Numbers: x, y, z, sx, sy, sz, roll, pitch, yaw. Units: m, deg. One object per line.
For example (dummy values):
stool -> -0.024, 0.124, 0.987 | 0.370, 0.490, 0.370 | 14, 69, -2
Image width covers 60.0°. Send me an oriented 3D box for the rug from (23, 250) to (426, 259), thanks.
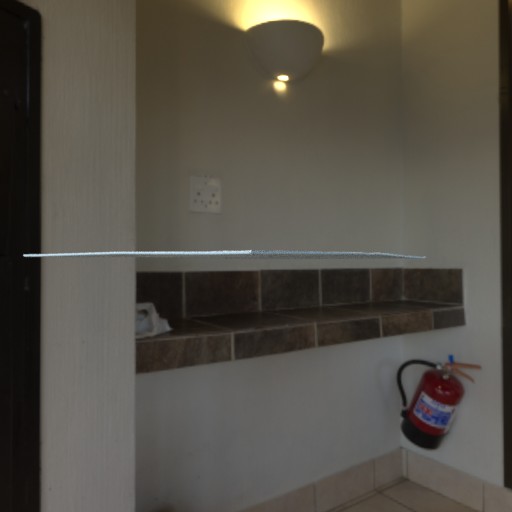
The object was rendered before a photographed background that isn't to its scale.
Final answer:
rug -> 0.000, 0.000, 2.987 | 1.613, 0.030, 2.306 | -1, -1, 36
